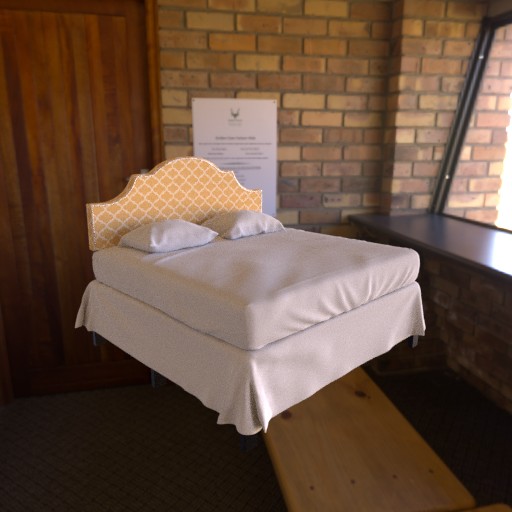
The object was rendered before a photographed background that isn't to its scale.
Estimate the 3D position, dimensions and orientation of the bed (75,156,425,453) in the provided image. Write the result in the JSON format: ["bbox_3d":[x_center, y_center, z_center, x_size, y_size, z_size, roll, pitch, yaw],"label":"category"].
[{"bbox_3d":[0.000,0.000,3.720,2.314,1.601,2.222,-13,19,-42],"label":"bed"}]
